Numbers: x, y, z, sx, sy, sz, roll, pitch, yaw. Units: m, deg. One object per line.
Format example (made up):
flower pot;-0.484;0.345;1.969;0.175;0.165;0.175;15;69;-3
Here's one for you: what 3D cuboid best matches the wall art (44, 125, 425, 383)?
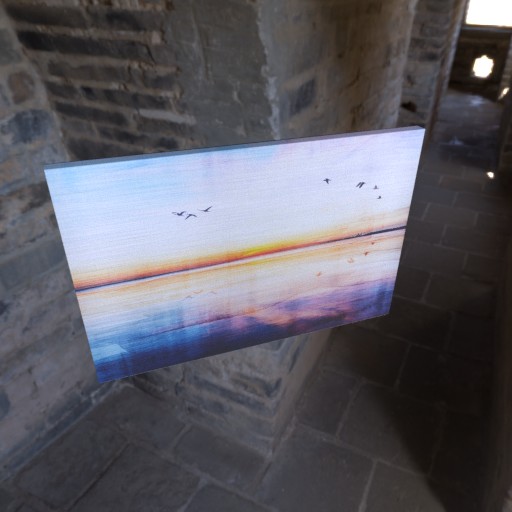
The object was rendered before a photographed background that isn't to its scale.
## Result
wall art;0.000;0.000;1.185;0.911;0.605;0.037;-10;33;-16
